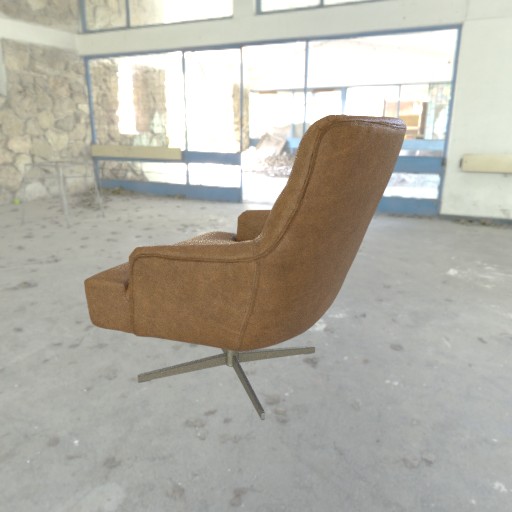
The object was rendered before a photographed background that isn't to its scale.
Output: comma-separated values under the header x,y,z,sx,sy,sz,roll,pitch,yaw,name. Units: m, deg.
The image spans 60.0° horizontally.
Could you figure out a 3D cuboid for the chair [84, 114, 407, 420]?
x,y,z,sx,sy,sz,roll,pitch,yaw,name
0.000,0.000,1.471,0.874,0.869,0.729,8,17,25,chair
